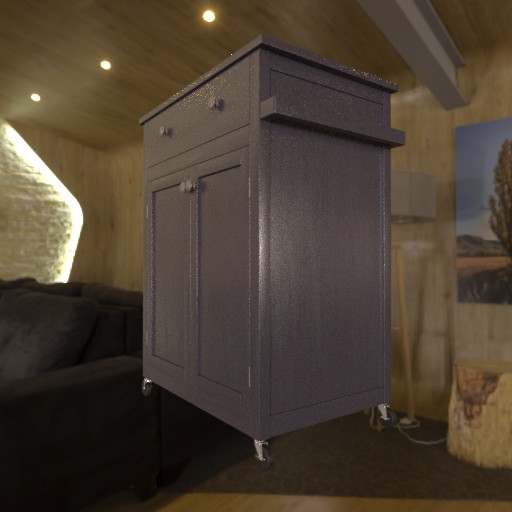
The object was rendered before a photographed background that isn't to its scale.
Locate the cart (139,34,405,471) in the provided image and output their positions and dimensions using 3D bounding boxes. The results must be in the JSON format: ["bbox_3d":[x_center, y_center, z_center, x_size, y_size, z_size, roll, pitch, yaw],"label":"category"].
[{"bbox_3d":[0.000,0.000,1.259,0.449,0.878,0.690,0,-1,-36],"label":"cart"}]
